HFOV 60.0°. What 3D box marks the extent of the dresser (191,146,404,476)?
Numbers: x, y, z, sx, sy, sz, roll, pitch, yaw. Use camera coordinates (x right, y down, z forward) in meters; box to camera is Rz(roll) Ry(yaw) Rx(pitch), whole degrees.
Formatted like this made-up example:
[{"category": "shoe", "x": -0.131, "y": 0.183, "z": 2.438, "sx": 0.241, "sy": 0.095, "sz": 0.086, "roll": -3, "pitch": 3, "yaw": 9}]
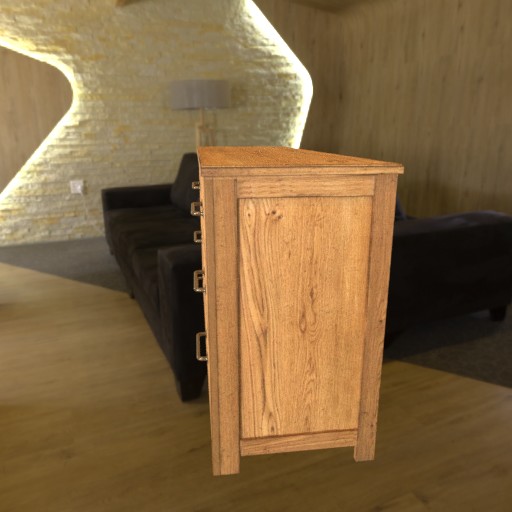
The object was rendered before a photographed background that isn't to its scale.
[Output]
[{"category": "dresser", "x": 0.000, "y": 0.000, "z": 2.038, "sx": 0.563, "sy": 0.932, "sz": 1.657, "roll": -2, "pitch": 16, "yaw": -7}]
